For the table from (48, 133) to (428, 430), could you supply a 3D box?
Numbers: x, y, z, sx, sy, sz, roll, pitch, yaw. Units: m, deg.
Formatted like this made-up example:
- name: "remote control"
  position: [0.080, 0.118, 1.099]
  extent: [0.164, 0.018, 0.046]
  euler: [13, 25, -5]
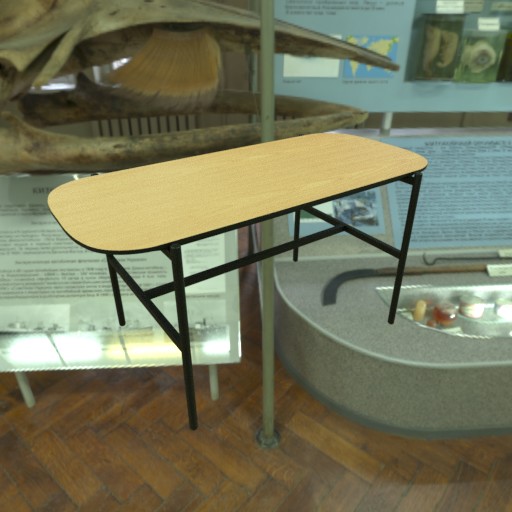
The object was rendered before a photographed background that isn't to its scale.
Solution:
- name: "table"
  position: [0.000, 0.000, 1.029]
  extent: [0.800, 0.400, 0.400]
  euler: [-19, 35, -30]
